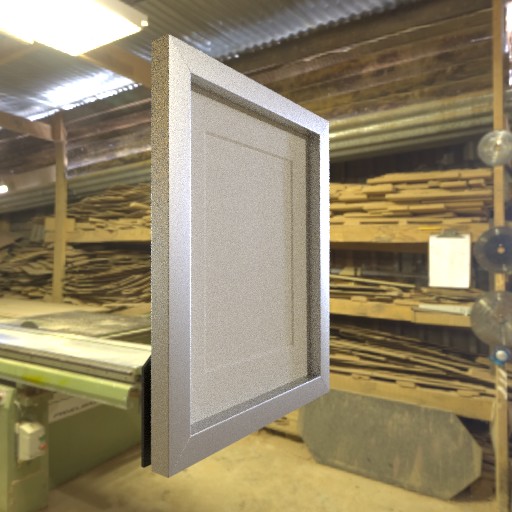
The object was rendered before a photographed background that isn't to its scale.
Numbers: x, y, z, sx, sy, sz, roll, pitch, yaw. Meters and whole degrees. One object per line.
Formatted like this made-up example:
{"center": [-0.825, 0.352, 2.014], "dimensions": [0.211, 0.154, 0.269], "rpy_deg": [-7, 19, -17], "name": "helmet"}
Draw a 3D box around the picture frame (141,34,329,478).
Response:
{"center": [0.000, 0.000, 0.519], "dimensions": [0.036, 0.386, 0.307], "rpy_deg": [0, 0, 36], "name": "picture frame"}
